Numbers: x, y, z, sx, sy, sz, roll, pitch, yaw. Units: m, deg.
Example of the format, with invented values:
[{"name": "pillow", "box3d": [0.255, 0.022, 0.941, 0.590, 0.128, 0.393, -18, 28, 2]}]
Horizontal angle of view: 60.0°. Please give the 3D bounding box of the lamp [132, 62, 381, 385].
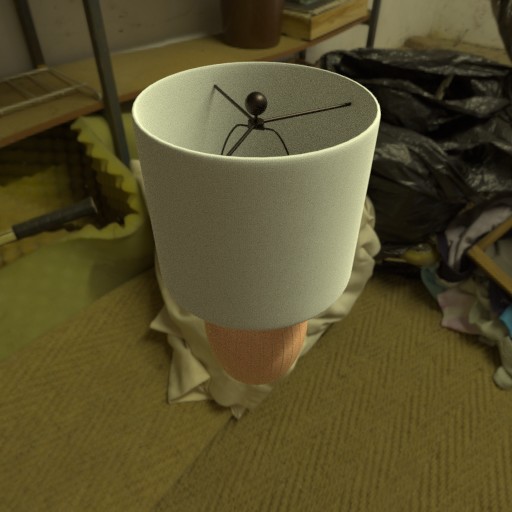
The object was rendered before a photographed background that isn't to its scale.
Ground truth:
[{"name": "lamp", "box3d": [0.000, 0.000, 0.772, 0.329, 0.570, 0.329, 0, 41, 0]}]
